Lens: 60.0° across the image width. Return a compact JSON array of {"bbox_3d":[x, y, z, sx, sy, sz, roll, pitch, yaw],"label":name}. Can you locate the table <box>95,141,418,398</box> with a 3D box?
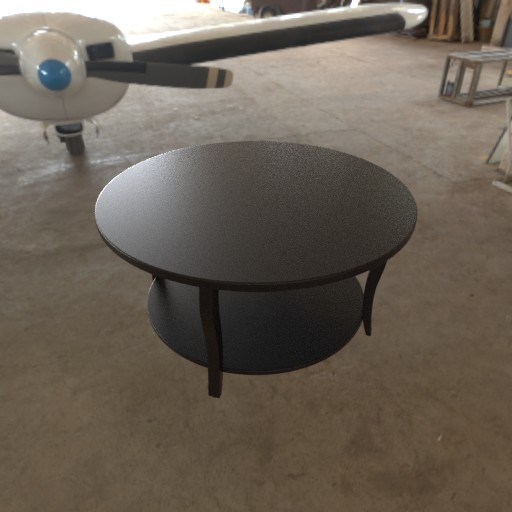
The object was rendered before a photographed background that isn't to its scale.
[{"bbox_3d":[0.000,0.000,1.435,0.914,0.457,0.914,0,33,0],"label":"table"}]
